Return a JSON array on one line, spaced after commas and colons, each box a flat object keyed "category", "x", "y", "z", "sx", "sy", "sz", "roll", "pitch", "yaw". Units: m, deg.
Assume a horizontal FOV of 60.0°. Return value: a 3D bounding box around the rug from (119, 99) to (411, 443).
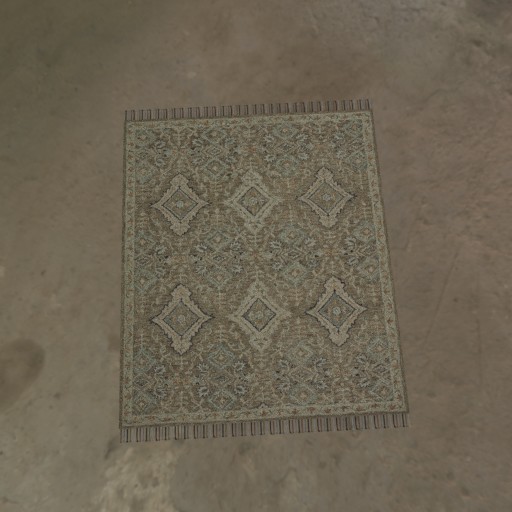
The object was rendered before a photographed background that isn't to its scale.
[{"category": "rug", "x": 0.000, "y": 0.000, "z": 4.024, "sx": 2.437, "sy": 0.010, "sz": 3.056, "roll": -3, "pitch": 77, "yaw": -1}]
